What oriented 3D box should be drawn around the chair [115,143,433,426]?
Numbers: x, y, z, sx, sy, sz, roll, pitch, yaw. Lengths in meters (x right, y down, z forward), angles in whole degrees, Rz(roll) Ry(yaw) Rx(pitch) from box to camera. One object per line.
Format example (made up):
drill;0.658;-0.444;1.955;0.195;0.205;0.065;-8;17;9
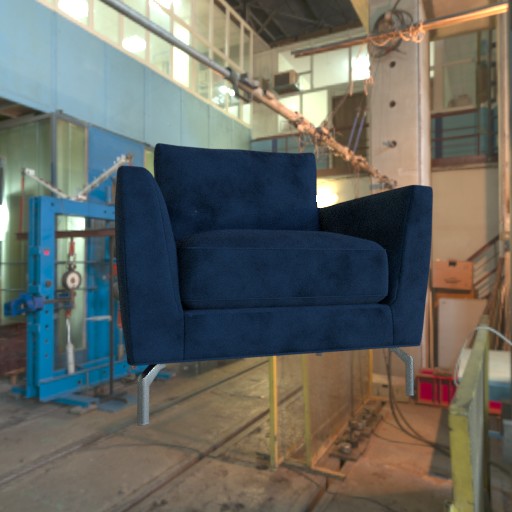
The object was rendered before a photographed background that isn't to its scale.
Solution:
chair;0.000;0.000;1.612;0.977;0.893;0.746;0;-1;-18
